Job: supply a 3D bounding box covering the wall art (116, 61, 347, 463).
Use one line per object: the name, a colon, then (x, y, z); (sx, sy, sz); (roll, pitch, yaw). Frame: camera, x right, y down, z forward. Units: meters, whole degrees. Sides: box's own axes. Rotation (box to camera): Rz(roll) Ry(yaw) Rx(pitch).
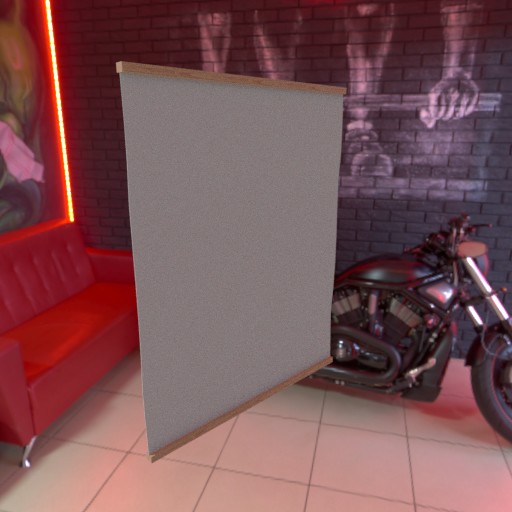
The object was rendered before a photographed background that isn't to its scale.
wall art: (0.000, 0.000, 0.677); (0.406, 0.508, 0.013); (-14, 21, -42)
